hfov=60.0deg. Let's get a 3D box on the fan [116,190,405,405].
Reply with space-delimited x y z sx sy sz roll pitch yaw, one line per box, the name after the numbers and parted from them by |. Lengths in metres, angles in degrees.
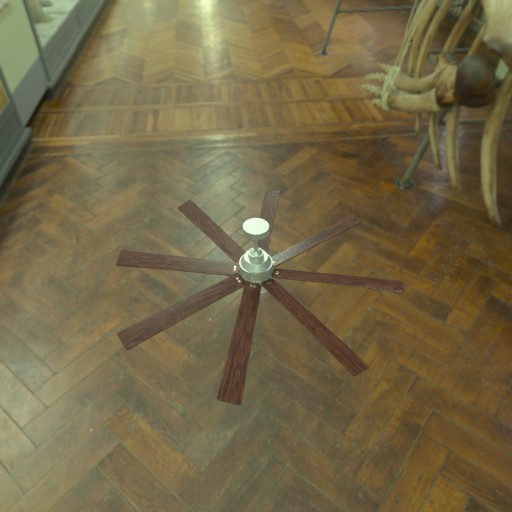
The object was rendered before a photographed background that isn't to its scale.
0.000 0.000 2.729 1.830 0.472 1.830 -27 49 -26 | fan
